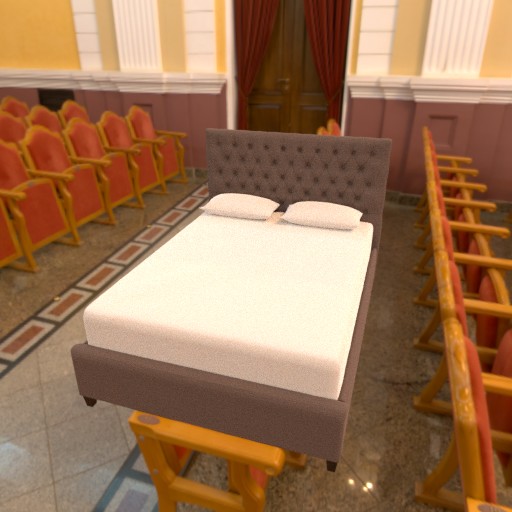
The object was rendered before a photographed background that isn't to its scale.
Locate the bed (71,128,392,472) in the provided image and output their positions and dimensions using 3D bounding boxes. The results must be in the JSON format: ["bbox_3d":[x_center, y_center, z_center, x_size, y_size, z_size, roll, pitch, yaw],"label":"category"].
[{"bbox_3d":[0.000,0.000,3.297,1.696,1.426,2.233,8,27,16],"label":"bed"}]
